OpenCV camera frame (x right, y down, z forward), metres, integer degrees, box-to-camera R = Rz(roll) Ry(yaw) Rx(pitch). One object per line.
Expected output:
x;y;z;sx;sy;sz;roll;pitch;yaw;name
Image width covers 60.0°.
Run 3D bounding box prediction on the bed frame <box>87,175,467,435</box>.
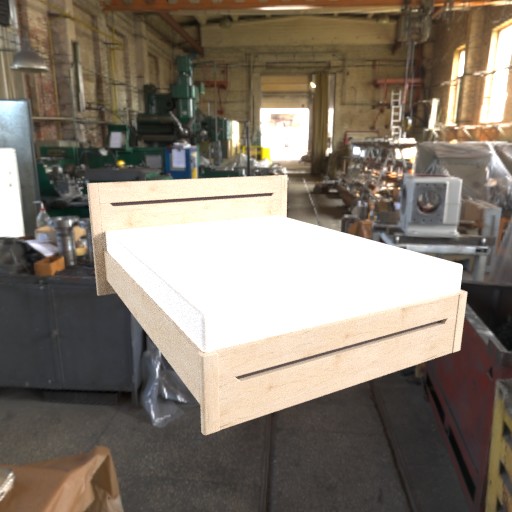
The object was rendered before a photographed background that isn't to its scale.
0.000;0.000;3.032;1.800;0.900;2.080;-8;16;-28;bed frame
